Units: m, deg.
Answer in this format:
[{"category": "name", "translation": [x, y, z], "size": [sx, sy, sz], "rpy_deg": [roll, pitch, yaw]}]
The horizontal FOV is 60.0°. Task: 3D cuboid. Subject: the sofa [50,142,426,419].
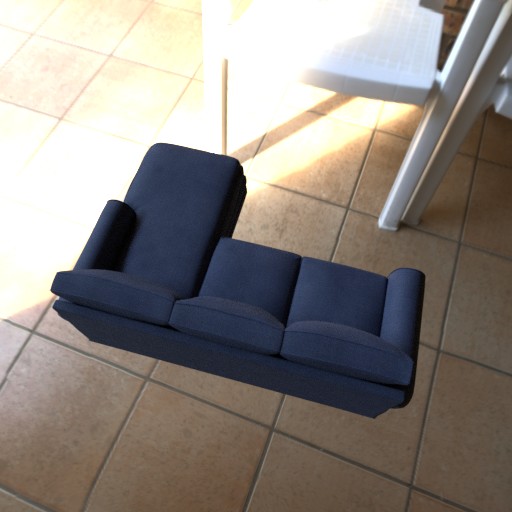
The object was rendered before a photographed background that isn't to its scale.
[{"category": "sofa", "translation": [0.000, 0.000, 3.491], "size": [2.567, 1.063, 1.780], "rpy_deg": [13, 64, 7]}]
